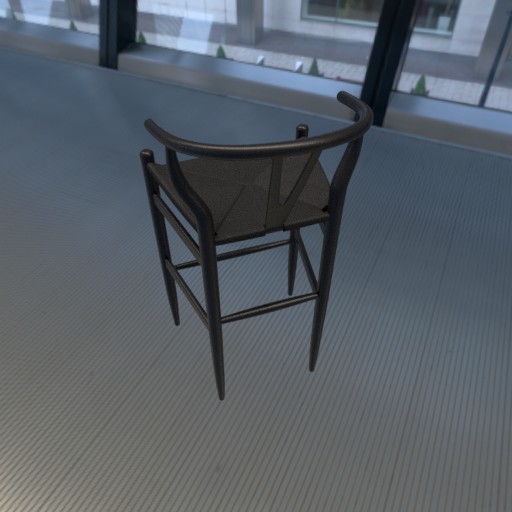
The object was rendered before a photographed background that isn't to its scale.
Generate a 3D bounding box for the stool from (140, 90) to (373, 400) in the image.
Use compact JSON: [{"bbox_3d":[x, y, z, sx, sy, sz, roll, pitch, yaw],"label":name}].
[{"bbox_3d":[0.000,0.000,1.427,0.569,1.072,0.579,-13,43,-15],"label":"stool"}]
